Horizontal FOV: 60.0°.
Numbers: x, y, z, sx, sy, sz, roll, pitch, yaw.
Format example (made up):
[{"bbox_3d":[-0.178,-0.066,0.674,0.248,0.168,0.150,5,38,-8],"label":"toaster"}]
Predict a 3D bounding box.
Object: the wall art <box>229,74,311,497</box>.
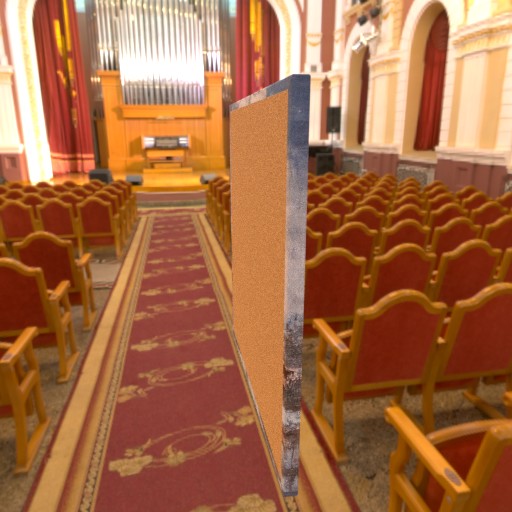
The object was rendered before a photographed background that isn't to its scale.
[{"bbox_3d":[0.000,0.000,1.490,0.040,1.020,1.010,-3,16,-10],"label":"wall art"}]
